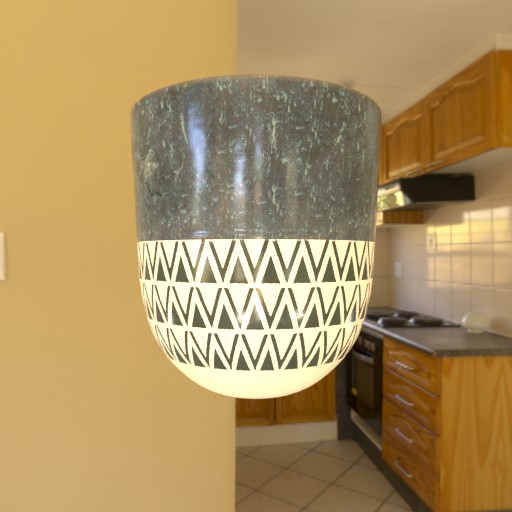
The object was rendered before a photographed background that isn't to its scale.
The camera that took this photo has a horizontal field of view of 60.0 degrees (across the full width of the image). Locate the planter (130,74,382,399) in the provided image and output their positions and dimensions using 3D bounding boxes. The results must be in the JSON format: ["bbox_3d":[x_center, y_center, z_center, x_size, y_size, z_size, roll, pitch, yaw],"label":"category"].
[{"bbox_3d":[0.000,0.000,0.357,0.195,0.214,0.195,0,0,0],"label":"planter"}]
